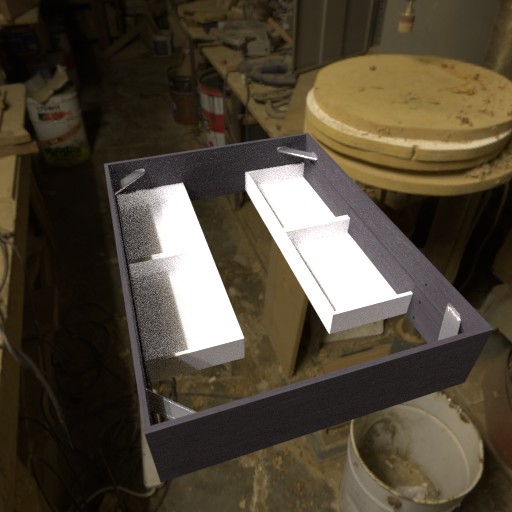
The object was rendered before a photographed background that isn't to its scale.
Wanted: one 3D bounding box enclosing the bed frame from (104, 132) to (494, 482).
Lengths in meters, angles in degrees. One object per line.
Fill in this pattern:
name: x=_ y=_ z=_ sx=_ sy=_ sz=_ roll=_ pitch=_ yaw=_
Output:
bed frame: x=0.000 y=0.000 z=2.506 sx=1.448 sy=0.459 sz=1.944 roll=-12 pitch=42 yaw=-14
